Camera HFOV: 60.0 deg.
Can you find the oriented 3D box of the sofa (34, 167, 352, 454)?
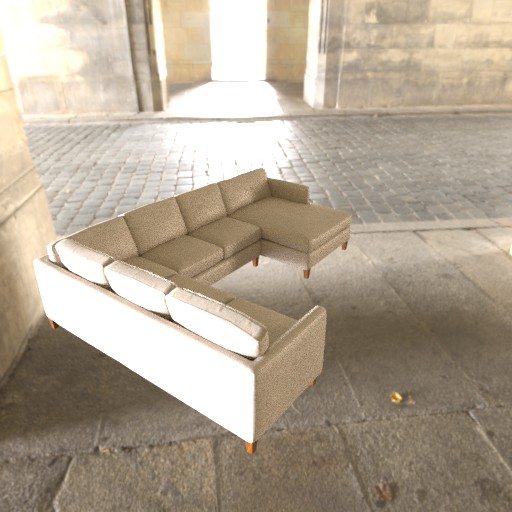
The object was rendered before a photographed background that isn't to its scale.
[{"bbox_3d":[0.000,0.000,4.703,2.594,0.961,3.460,18,32,32],"label":"sofa"}]
